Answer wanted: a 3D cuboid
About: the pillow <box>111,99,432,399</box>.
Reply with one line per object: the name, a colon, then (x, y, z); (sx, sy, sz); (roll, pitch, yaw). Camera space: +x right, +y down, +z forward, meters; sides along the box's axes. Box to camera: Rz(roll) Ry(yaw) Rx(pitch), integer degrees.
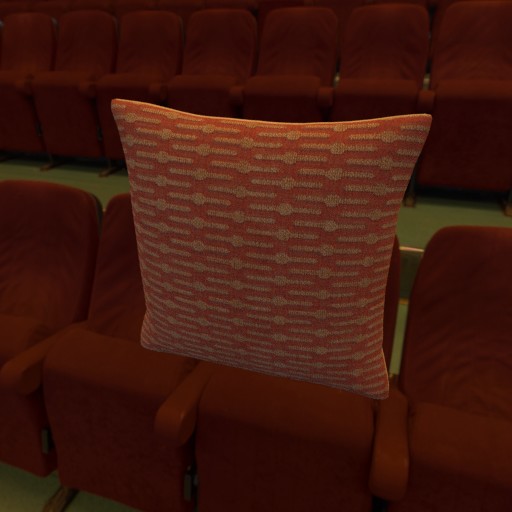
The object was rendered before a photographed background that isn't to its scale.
pillow: (0.000, 0.000, 0.776); (0.511, 0.503, 0.182); (8, 27, 16)
